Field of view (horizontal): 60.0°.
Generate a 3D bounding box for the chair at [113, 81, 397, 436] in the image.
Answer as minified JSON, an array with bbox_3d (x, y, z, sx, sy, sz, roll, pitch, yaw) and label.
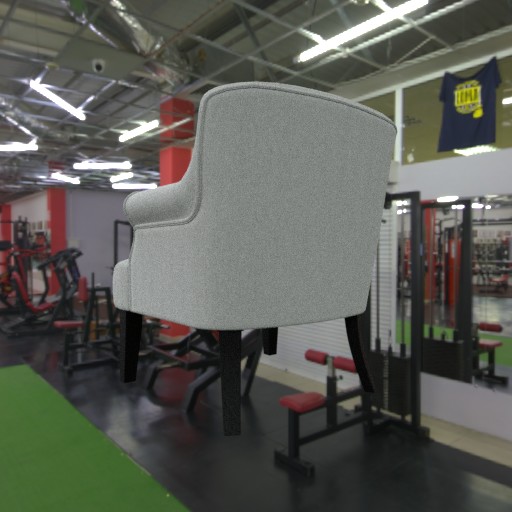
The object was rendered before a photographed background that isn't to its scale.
[{"bbox_3d":[0.000,0.000,1.476,0.781,0.875,0.750,-1,2,-37],"label":"chair"}]
